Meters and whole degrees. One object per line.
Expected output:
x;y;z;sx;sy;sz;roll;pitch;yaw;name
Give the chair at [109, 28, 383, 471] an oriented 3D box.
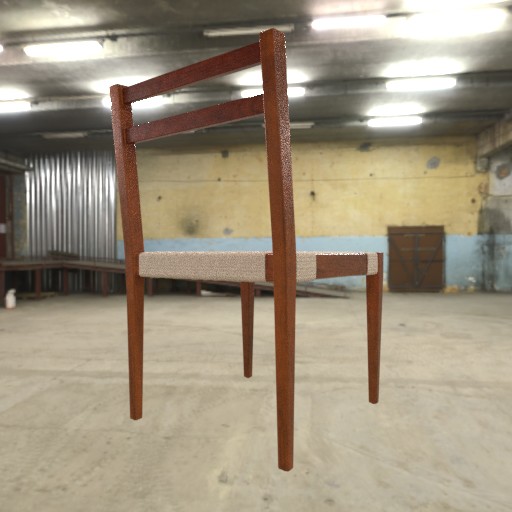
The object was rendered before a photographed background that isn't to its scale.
0.000;0.000;1.188;0.495;0.851;0.569;0;0;36;chair
